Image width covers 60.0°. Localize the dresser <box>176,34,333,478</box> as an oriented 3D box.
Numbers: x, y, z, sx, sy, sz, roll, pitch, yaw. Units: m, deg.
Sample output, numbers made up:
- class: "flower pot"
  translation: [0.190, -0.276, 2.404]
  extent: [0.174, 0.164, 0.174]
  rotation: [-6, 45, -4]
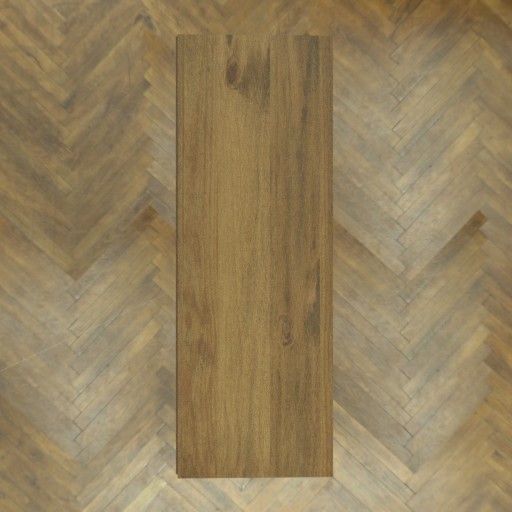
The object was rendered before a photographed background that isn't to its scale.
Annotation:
- class: "dresser"
  translation: [0.000, 0.000, 1.670]
  extent: [0.479, 0.825, 1.261]
  rotation: [0, 90, -1]
